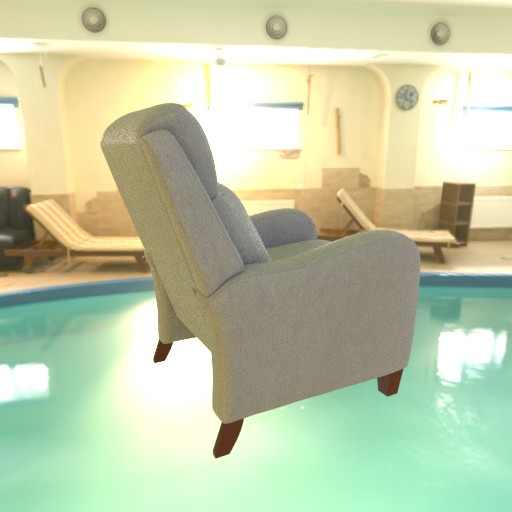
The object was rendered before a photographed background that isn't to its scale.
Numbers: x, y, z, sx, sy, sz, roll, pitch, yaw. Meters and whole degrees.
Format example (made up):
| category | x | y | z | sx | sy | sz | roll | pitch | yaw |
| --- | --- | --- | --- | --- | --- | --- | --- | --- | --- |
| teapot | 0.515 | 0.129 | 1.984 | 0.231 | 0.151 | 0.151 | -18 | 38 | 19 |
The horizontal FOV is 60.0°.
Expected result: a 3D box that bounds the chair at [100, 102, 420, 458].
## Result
| category | x | y | z | sx | sy | sz | roll | pitch | yaw |
| --- | --- | --- | --- | --- | --- | --- | --- | --- | --- |
| chair | 0.000 | 0.000 | 1.713 | 0.988 | 1.067 | 0.785 | -7 | 16 | -27 |
